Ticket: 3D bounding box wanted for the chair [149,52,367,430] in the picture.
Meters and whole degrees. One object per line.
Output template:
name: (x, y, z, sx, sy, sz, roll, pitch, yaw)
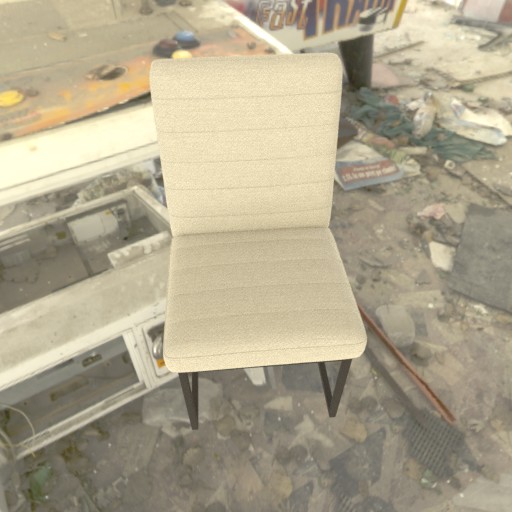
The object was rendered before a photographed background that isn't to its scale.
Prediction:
chair: (0.000, 0.000, 1.298, 0.520, 0.930, 0.634, -4, 46, -4)
